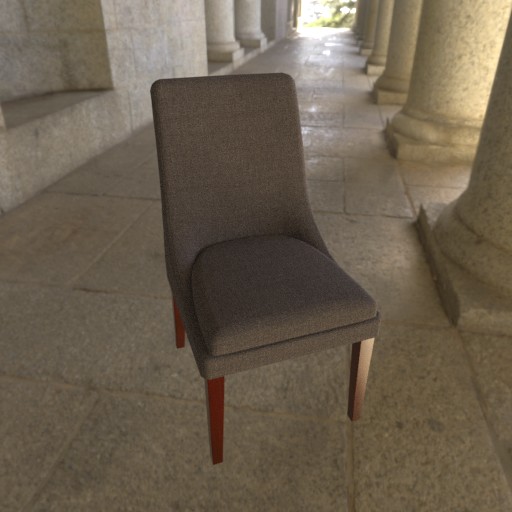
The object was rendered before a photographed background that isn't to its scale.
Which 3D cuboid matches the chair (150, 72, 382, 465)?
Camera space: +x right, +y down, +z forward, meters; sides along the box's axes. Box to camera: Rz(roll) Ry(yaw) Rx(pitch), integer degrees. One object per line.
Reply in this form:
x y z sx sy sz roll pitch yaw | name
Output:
0.000 0.000 1.354 0.508 0.952 0.655 -10 32 -17 | chair
